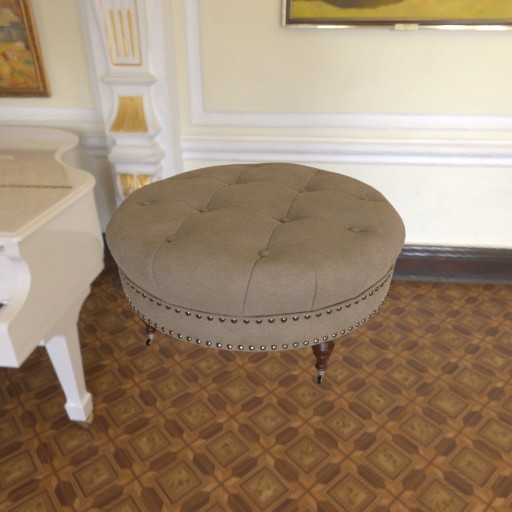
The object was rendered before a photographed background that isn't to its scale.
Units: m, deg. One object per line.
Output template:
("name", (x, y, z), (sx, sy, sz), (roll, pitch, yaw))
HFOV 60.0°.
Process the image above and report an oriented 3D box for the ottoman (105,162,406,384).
("ottoman", (0.000, 0.000, 1.439), (0.901, 0.439, 0.901), (0, 27, 0))
